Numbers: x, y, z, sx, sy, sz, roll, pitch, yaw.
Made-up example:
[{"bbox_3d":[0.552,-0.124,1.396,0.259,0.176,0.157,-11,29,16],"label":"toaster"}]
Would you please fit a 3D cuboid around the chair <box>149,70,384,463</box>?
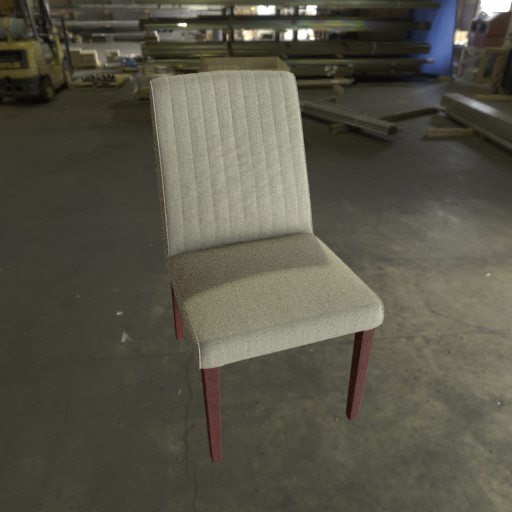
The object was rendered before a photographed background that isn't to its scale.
[{"bbox_3d":[0.000,0.000,1.247,0.480,0.900,0.594,-10,32,-16],"label":"chair"}]
